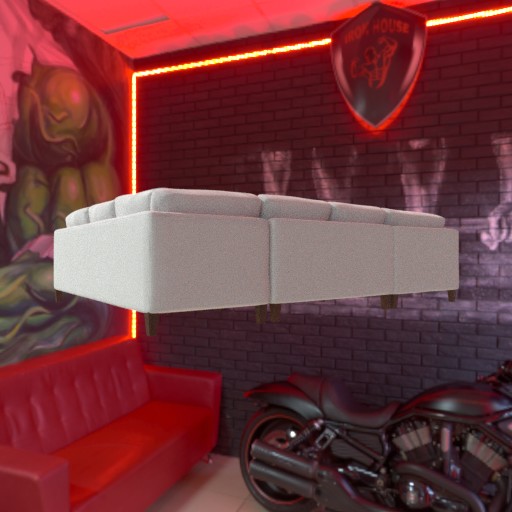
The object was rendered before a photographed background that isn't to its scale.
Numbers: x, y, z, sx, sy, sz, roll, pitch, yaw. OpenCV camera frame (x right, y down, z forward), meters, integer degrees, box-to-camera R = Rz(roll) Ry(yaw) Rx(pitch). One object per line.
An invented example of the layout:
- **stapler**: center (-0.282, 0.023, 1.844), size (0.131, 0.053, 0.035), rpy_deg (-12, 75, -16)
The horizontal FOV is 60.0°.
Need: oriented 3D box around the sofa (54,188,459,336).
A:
- **sofa**: center (0.000, 0.000, 4.646), size (3.459, 0.956, 2.593), rpy_deg (0, 0, -36)
